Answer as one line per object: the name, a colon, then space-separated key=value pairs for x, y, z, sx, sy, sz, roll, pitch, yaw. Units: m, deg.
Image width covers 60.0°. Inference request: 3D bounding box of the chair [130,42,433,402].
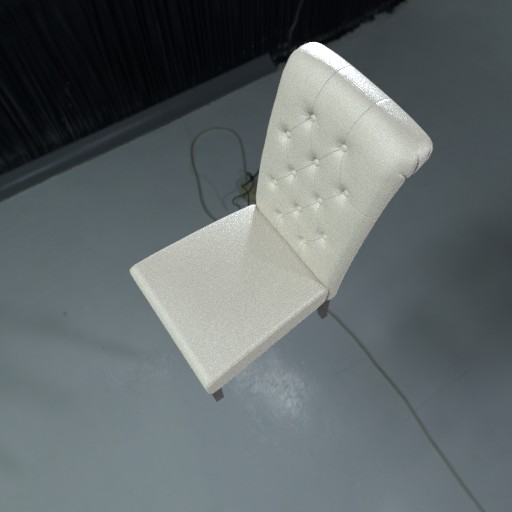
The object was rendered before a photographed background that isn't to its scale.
chair: x=0.000 y=0.000 z=1.343 sx=0.671 sy=1.006 sz=0.456 roll=-33 pitch=68 yaw=-15
